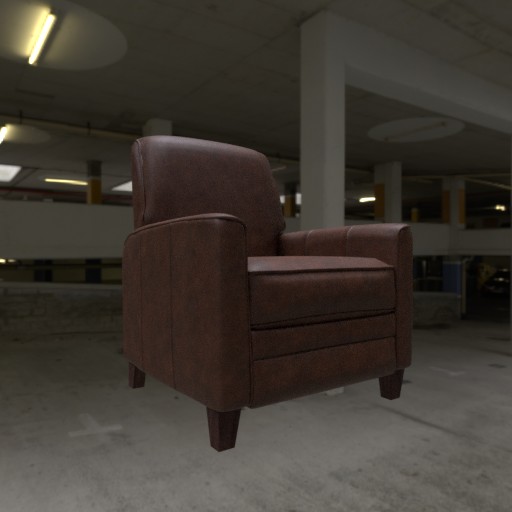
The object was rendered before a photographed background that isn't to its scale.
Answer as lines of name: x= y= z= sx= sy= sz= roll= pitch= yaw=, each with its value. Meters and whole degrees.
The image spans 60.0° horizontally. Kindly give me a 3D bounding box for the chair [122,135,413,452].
chair: x=0.000 y=0.000 z=1.655 sx=0.839 sy=1.010 sz=0.850 roll=0 pitch=1 yaw=-35
